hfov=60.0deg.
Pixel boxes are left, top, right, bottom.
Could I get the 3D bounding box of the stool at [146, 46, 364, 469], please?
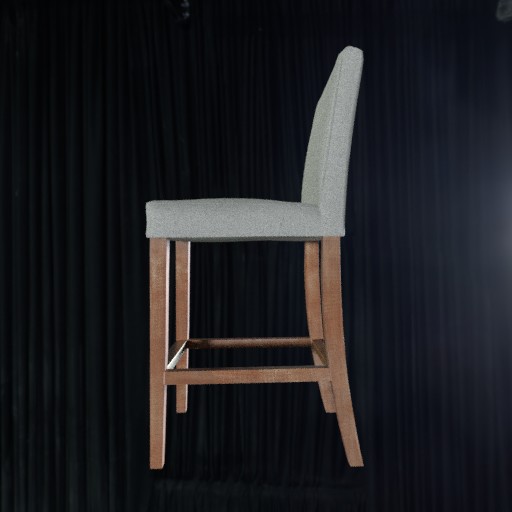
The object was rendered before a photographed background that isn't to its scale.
[{"bbox_3d":[0.000,0.000,1.341,0.570,1.088,0.439,0,1,0],"label":"stool"}]
